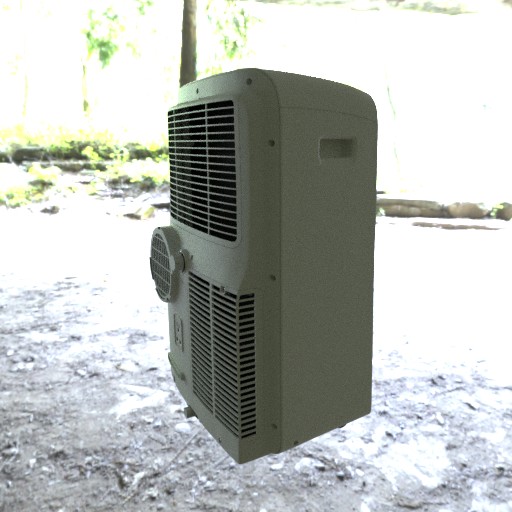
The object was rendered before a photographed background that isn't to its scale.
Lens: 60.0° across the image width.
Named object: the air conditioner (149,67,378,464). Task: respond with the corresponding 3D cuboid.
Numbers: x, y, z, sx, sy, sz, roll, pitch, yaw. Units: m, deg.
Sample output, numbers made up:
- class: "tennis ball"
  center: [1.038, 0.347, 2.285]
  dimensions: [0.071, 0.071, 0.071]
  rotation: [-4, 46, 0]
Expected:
- class: "air conditioner"
  center: [0.000, 0.000, 0.953]
  dimensions: [0.365, 0.700, 0.454]
  rotation: [-8, 16, -28]
